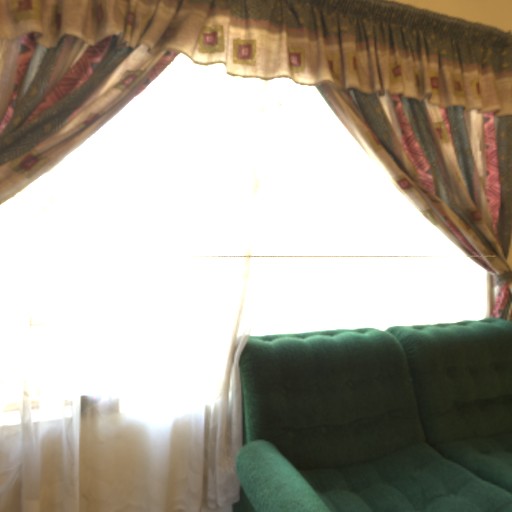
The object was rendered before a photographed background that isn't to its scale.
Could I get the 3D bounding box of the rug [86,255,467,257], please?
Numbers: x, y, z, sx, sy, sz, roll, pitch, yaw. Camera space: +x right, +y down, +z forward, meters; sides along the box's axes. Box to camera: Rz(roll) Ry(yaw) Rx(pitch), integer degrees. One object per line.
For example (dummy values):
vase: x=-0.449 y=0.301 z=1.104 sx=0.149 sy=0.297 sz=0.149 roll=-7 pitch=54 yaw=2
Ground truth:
rug: x=0.000 y=0.000 z=2.990 sx=1.519 sy=0.003 sz=2.453 roll=0 pitch=0 yaw=-37
